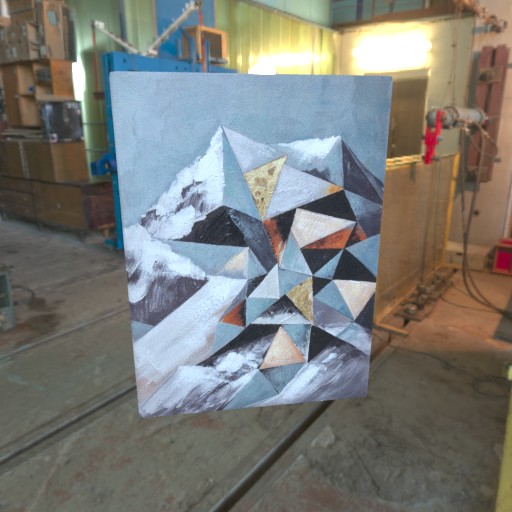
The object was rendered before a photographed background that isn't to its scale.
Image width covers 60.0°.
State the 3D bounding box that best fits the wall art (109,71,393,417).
[{"bbox_3d":[0.000,0.000,0.806,0.455,0.613,0.037,-3,17,-8],"label":"wall art"}]
